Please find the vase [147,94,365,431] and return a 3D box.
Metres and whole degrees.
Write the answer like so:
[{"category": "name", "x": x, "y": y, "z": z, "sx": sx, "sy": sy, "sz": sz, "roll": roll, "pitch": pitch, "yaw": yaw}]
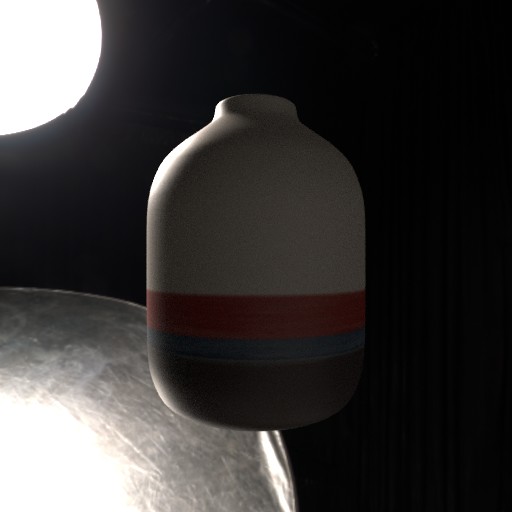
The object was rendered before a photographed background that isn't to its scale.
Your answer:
[{"category": "vase", "x": 0.000, "y": 0.000, "z": 0.354, "sx": 0.169, "sy": 0.237, "sz": 0.169, "roll": 0, "pitch": -1, "yaw": 0}]
